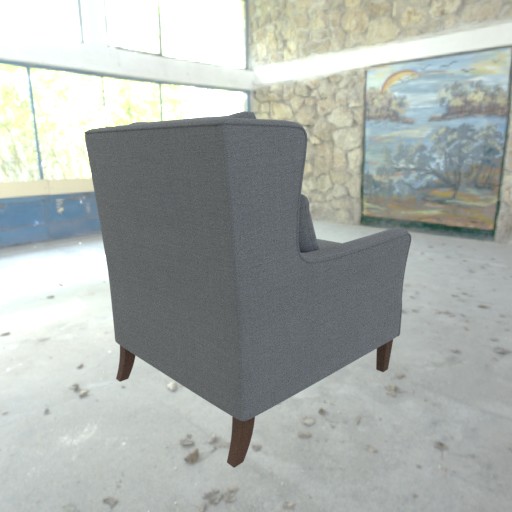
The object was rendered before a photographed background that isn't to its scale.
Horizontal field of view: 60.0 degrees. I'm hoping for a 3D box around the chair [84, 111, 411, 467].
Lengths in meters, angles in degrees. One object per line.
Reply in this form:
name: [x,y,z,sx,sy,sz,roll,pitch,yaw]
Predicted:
chair: [0.000,0.000,1.816,1.040,1.056,0.866,-13,18,-43]
